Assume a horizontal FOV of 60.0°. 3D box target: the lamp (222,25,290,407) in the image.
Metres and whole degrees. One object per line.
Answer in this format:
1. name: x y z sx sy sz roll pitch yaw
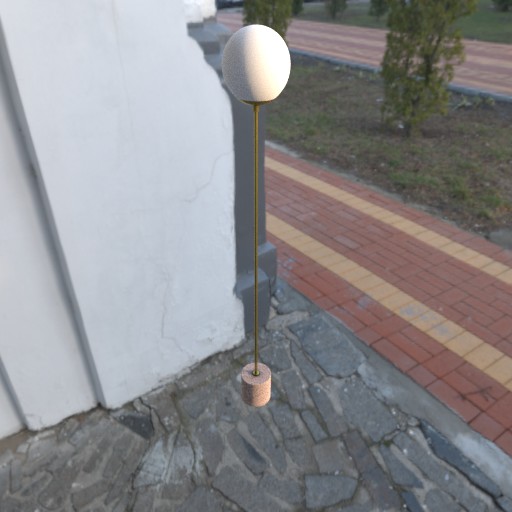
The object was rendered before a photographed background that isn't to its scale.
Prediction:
1. lamp: 0.000 0.000 1.884 0.229 1.748 0.229 -10 34 -15
